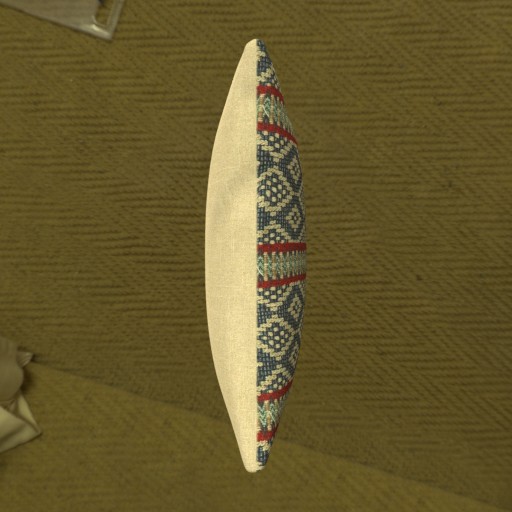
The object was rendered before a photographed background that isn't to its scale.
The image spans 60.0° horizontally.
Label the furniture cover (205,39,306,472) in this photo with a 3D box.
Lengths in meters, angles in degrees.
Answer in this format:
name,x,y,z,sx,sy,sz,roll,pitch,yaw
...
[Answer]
name,x,y,z,sx,sy,sz,roll,pitch,yaw
furniture cover,0.000,0.000,0.648,0.139,0.431,0.431,0,90,0
